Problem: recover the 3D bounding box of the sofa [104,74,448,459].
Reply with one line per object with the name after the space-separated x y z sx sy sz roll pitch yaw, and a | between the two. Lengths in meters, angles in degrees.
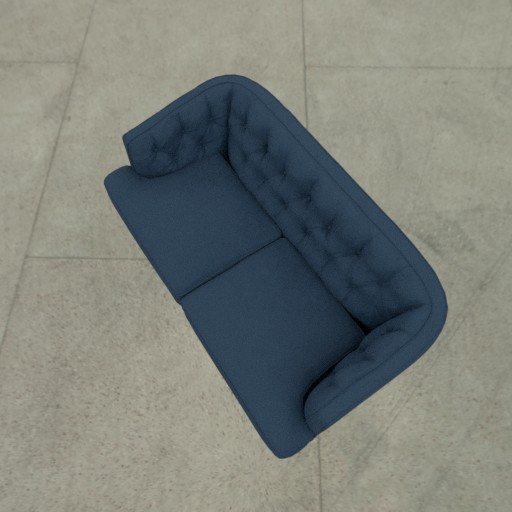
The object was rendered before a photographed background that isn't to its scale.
0.000 0.000 2.280 0.941 0.854 1.733 -31 68 -14 | sofa
